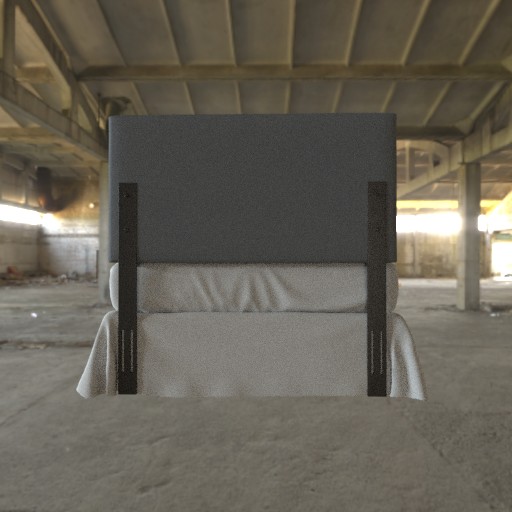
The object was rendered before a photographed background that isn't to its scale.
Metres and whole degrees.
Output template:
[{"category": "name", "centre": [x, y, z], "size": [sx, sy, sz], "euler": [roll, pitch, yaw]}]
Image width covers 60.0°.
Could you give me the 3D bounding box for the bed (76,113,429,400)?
[{"category": "bed", "centre": [0.000, 0.000, 3.490], "size": [1.936, 1.577, 2.222], "euler": [0, -1, 2]}]
